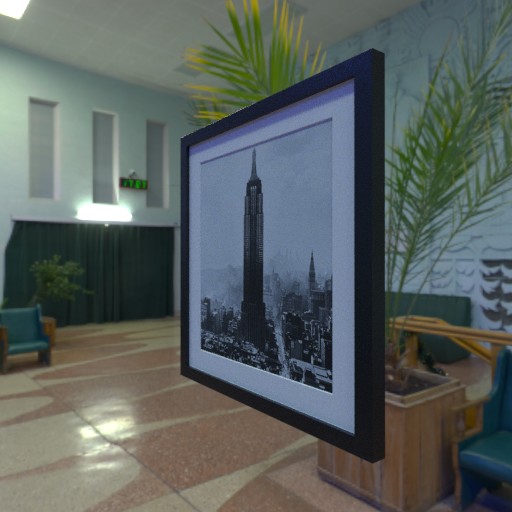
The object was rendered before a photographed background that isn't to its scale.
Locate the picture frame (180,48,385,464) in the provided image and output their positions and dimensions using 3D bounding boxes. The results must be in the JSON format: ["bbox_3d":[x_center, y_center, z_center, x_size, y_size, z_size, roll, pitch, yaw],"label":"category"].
[{"bbox_3d":[0.000,0.000,0.826,0.029,0.557,0.559,0,0,-37],"label":"picture frame"}]
